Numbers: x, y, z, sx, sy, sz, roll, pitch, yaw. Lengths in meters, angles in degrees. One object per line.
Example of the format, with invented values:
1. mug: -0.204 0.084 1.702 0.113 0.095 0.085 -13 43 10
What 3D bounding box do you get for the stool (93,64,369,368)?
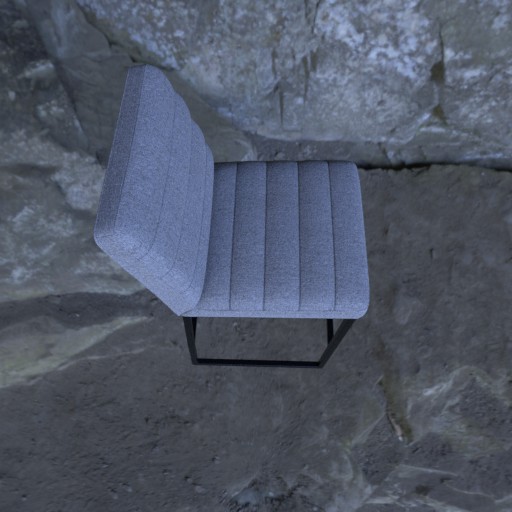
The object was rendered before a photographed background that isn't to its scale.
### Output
1. stool: 0.000 0.000 1.328 0.571 1.034 0.459 1 64 1
